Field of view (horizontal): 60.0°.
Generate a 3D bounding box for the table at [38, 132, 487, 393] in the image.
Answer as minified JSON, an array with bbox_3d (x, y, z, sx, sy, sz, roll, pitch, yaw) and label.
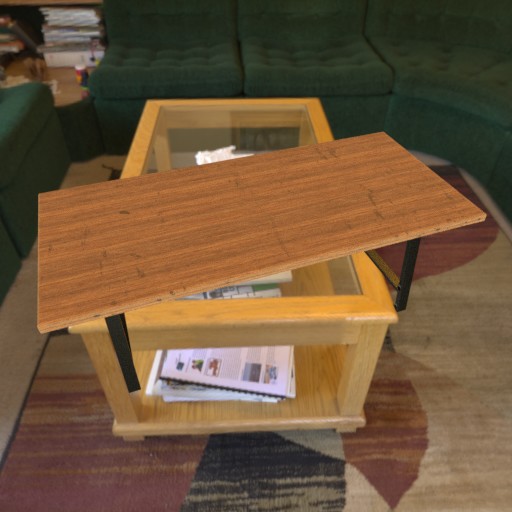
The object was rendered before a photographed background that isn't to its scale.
[{"bbox_3d":[0.000,0.000,2.632,2.200,0.757,1.000,-14,44,-15],"label":"table"}]
